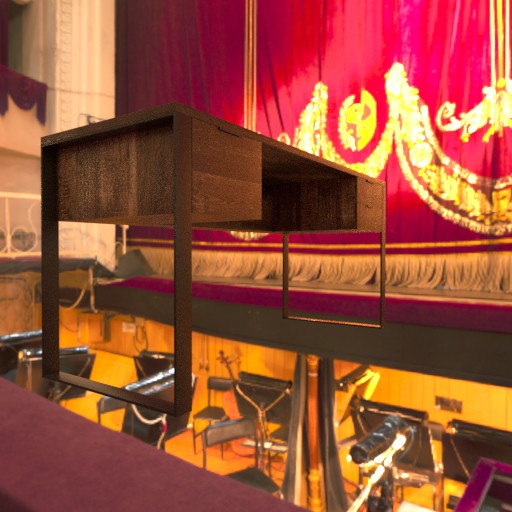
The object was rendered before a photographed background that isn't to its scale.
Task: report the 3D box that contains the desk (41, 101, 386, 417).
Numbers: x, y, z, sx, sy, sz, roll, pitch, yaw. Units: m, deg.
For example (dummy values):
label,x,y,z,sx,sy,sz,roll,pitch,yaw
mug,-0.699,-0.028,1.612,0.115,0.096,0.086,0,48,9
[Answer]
label,x,y,z,sx,sy,sz,roll,pitch,yaw
desk,0.000,0.000,1.861,0.599,0.762,1.524,0,1,35
